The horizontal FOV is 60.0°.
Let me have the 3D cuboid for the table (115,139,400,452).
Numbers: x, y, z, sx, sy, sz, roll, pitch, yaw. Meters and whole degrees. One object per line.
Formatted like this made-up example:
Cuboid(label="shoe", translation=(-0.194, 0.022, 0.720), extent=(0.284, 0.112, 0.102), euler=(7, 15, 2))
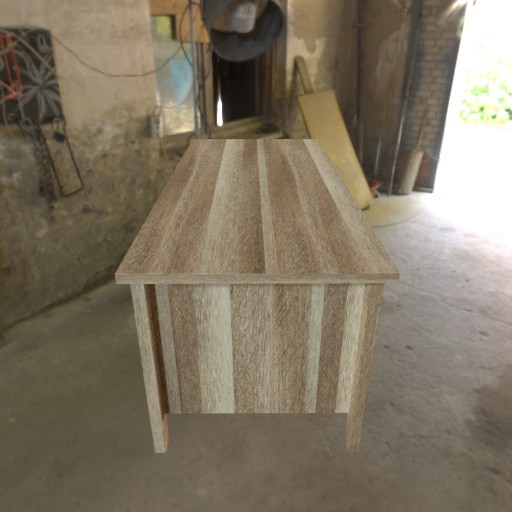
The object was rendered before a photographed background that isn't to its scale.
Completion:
Cuboid(label="table", translation=(0.000, 0.000, 1.361), extent=(0.493, 0.480, 1.095), euler=(0, 27, 0))
